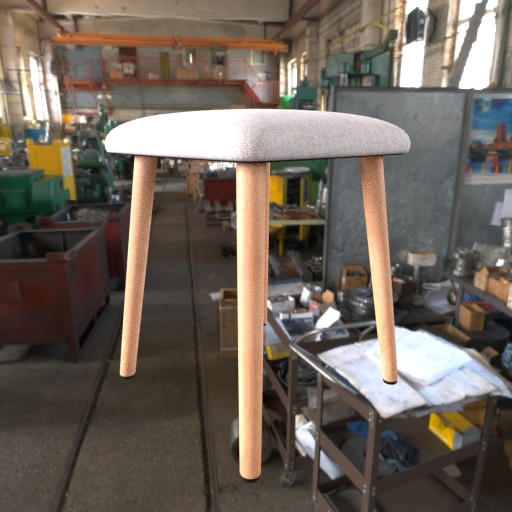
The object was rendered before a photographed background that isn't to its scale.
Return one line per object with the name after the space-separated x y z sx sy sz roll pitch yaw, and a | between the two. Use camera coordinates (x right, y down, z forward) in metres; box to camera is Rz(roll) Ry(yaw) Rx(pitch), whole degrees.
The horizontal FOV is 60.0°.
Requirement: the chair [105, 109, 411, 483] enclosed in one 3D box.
0.000 0.000 0.706 0.350 0.440 0.350 -14 21 -41 | chair
